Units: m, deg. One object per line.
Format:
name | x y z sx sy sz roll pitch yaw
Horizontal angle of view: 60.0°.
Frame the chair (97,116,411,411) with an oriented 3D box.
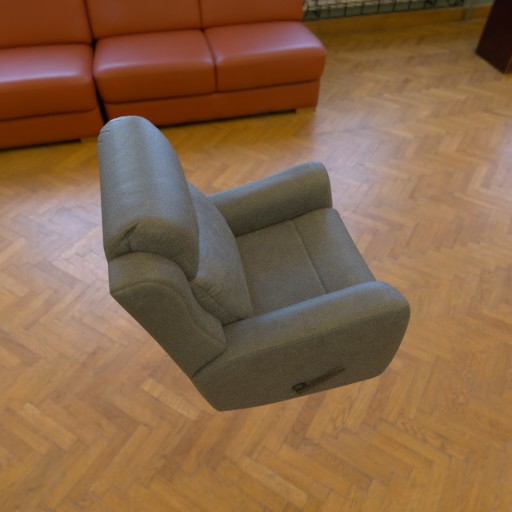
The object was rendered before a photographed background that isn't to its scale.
chair | 0.000 0.000 1.890 1.068 1.116 0.967 -11 49 -10
